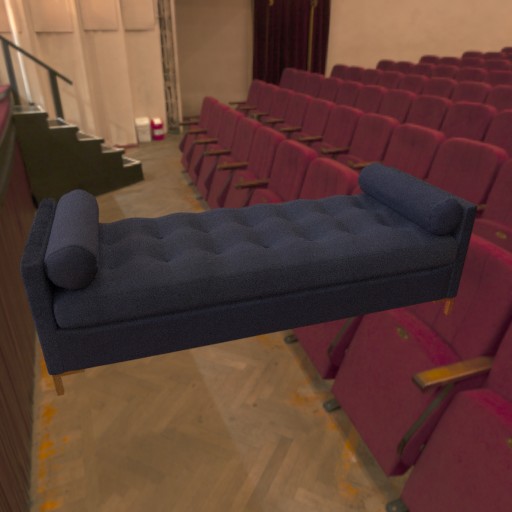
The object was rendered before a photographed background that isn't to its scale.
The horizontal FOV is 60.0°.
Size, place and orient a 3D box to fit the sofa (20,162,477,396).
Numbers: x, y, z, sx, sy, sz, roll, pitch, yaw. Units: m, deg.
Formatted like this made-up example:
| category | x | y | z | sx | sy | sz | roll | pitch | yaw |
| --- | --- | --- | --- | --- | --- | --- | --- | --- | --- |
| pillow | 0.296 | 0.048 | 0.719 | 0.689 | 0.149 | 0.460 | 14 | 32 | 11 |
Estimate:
| category | x | y | z | sx | sy | sz | roll | pitch | yaw |
| --- | --- | --- | --- | --- | --- | --- | --- | --- | --- |
| sofa | 0.000 | 0.000 | 2.364 | 2.102 | 0.705 | 0.796 | -8 | 28 | -16 |
